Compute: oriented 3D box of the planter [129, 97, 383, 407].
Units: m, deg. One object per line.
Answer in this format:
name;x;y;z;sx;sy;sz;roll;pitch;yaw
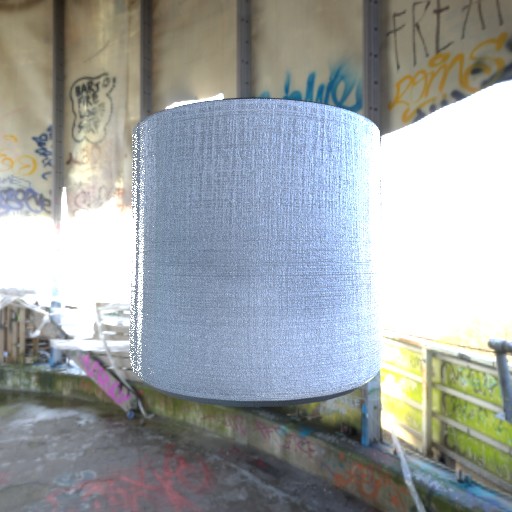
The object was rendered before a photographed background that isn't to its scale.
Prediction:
planter;0.000;0.000;0.292;0.160;0.156;0.160;0;0;0
